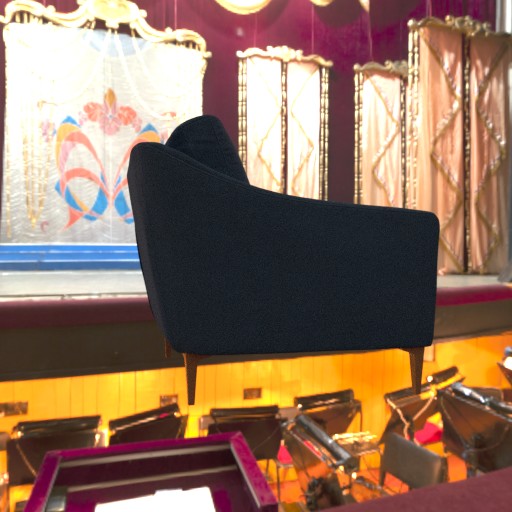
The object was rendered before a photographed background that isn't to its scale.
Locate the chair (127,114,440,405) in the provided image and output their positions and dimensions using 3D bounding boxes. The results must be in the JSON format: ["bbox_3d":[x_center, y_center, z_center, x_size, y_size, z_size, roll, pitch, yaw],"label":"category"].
[{"bbox_3d":[0.000,0.000,1.740,0.961,0.899,0.987,0,1,-18],"label":"chair"}]
